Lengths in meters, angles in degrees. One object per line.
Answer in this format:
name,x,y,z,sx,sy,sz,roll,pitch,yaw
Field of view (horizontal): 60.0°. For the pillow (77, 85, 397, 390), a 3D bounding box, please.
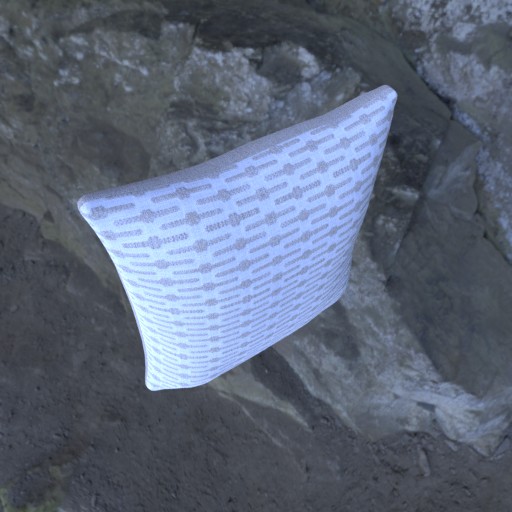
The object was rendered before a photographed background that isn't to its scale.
pillow,0.000,0.000,0.774,0.496,0.491,0.219,-27,53,-22
